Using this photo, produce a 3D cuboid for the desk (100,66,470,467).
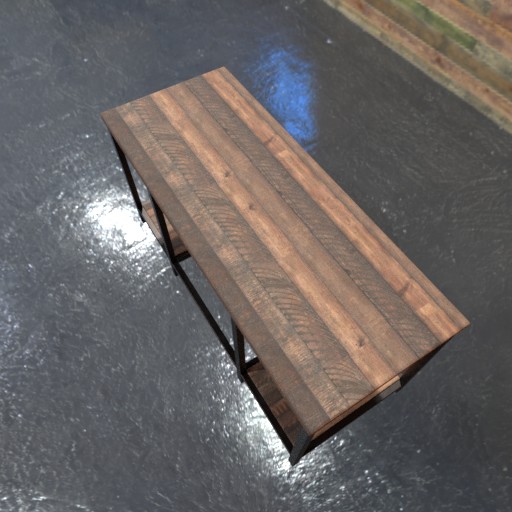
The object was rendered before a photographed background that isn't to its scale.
[{"bbox_3d":[0.000,0.000,1.964,0.617,0.753,1.538,-28,62,-17],"label":"desk"}]
